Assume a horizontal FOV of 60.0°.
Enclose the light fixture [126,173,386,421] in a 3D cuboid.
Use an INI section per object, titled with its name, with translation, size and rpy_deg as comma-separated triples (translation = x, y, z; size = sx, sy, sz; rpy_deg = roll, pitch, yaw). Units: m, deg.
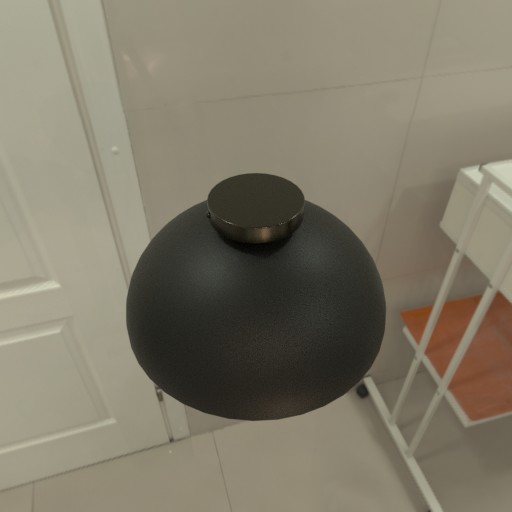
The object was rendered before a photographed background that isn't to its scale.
[light fixture]
translation = 0.000, 0.000, 0.567
size = 0.355, 0.177, 0.355
rpy_deg = 0, 41, 0
